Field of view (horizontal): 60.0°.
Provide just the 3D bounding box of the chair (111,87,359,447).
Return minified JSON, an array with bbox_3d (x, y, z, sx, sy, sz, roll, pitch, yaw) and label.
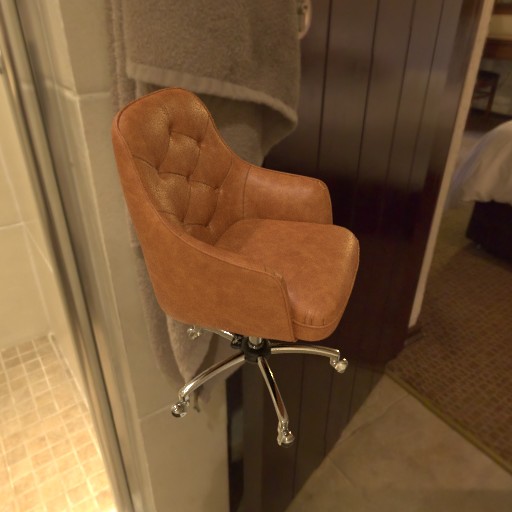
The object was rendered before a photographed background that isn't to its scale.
[{"bbox_3d":[0.000,0.000,1.334,0.615,0.909,0.628,9,32,16],"label":"chair"}]
